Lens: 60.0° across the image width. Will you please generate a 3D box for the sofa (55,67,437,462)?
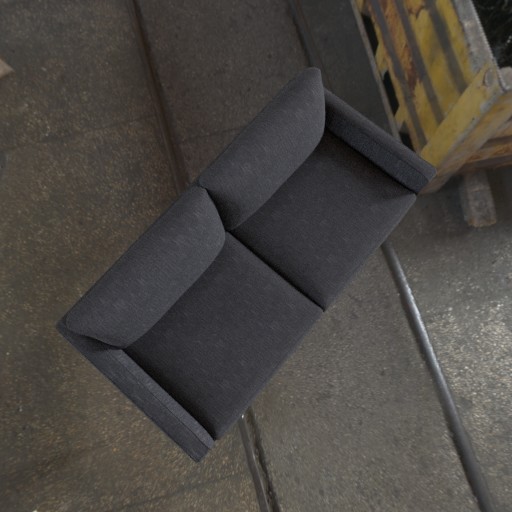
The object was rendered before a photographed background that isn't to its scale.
[{"bbox_3d":[0.000,0.000,2.179,0.866,0.862,1.716,40,79,9],"label":"sofa"}]
